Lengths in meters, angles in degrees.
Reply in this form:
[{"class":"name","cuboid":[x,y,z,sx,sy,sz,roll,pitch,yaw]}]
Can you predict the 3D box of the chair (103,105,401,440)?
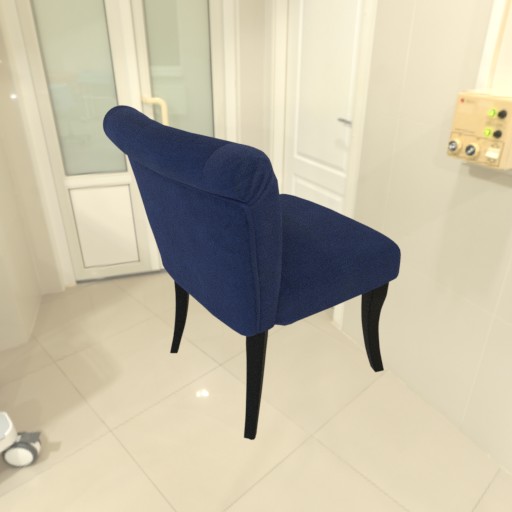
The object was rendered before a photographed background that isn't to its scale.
[{"class":"chair","cuboid":[0.000,0.000,1.190,0.606,0.753,0.585,-19,33,-32]}]
